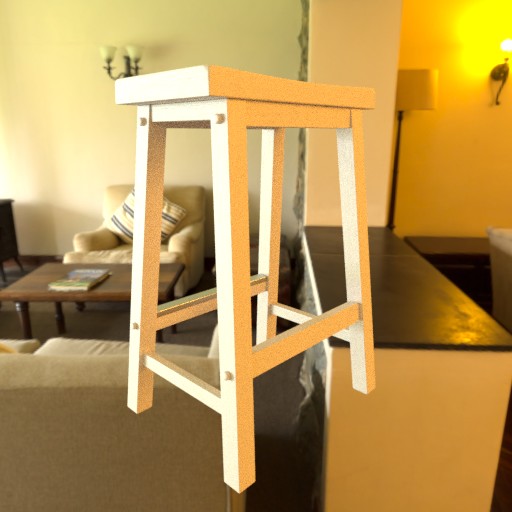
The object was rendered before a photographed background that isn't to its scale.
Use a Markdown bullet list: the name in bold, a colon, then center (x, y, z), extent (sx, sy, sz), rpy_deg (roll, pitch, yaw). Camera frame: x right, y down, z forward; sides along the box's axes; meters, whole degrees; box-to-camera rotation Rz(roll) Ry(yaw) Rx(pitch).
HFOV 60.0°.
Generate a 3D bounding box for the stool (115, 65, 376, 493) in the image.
- **stool**: center (0.000, 0.000, 0.839), extent (0.322, 0.610, 0.406), rpy_deg (14, 21, 42)
